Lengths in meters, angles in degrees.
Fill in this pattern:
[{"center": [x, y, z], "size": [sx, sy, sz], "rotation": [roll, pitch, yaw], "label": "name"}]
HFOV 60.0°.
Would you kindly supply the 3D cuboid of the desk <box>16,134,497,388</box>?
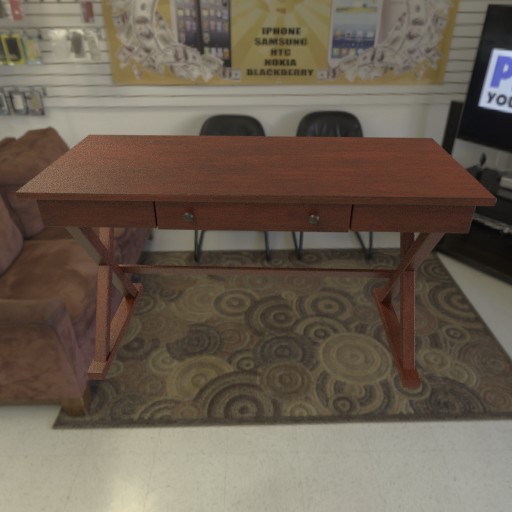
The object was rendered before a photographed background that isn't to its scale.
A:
[{"center": [0.000, 0.000, 1.713], "size": [1.372, 0.761, 0.600], "rotation": [1, 31, 2], "label": "desk"}]
